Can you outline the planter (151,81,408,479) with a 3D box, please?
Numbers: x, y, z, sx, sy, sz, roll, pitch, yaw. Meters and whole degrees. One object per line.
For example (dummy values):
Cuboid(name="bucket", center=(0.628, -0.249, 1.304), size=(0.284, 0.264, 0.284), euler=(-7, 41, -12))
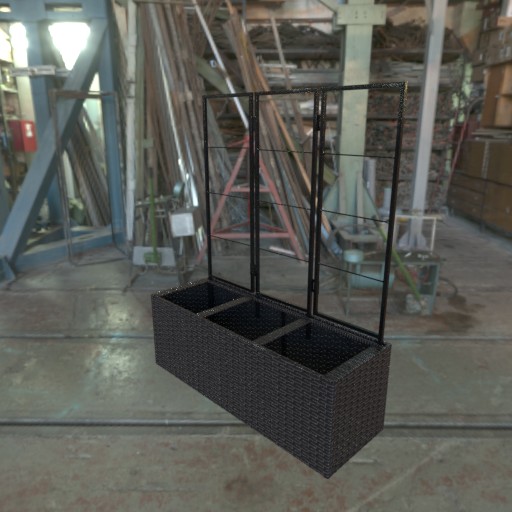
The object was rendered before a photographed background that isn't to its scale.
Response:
Cuboid(name="planter", center=(0.000, 0.000, 1.182), size=(0.244, 0.841, 0.699), euler=(-16, 23, -42))
